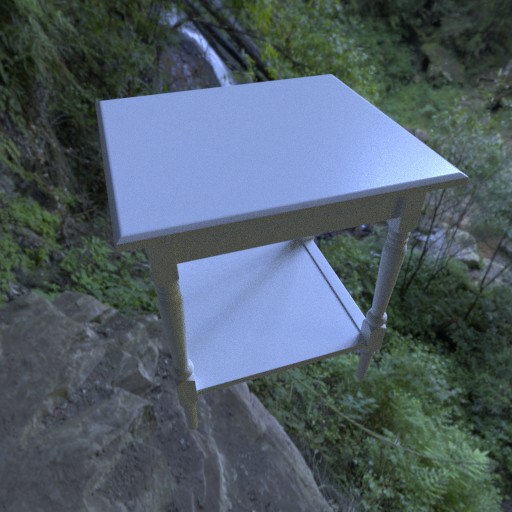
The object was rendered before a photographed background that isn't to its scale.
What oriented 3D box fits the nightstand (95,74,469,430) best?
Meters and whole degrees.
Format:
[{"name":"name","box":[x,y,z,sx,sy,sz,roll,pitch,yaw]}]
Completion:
[{"name":"nightstand","box":[0.000,0.000,0.930,0.505,0.555,0.459,-12,42,-14]}]
